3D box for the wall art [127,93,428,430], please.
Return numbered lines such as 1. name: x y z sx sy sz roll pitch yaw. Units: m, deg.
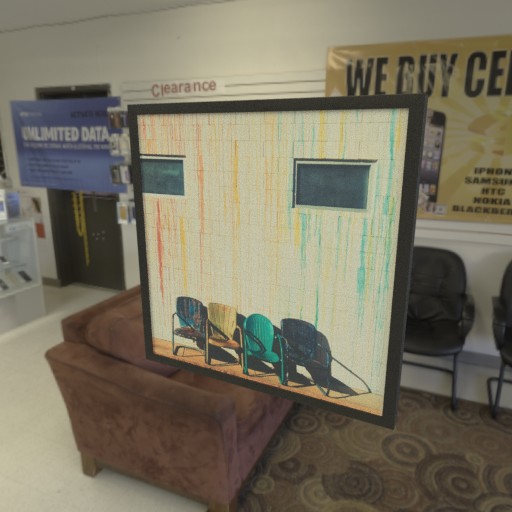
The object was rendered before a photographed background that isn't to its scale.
1. wall art: 0.000 0.000 1.147 0.763 0.763 0.039 8 17 26
